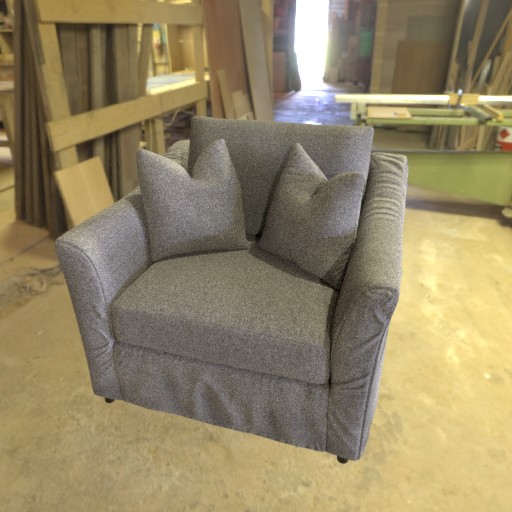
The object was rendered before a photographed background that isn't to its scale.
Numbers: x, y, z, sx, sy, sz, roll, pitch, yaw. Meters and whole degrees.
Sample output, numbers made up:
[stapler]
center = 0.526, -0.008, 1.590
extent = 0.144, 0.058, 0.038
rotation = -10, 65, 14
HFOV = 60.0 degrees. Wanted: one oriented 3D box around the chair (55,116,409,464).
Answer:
[chair]
center = 0.000, 0.000, 1.945
extent = 1.194, 1.059, 1.071
rotation = 8, 27, 16
